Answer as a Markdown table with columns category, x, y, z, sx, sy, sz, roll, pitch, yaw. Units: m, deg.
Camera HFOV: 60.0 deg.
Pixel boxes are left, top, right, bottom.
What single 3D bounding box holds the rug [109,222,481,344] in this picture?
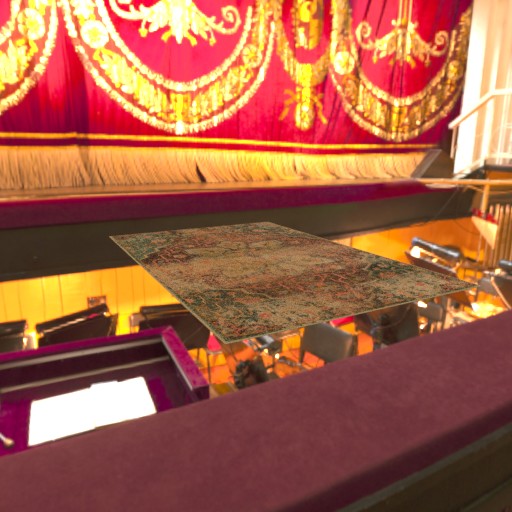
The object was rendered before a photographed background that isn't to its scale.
| category | x | y | z | sx | sy | sz | roll | pitch | yaw |
| --- | --- | --- | --- | --- | --- | --- | --- | --- | --- |
| rug | 0.000 | 0.000 | 3.047 | 1.566 | 0.004 | 2.363 | -7 | 16 | -26 |
